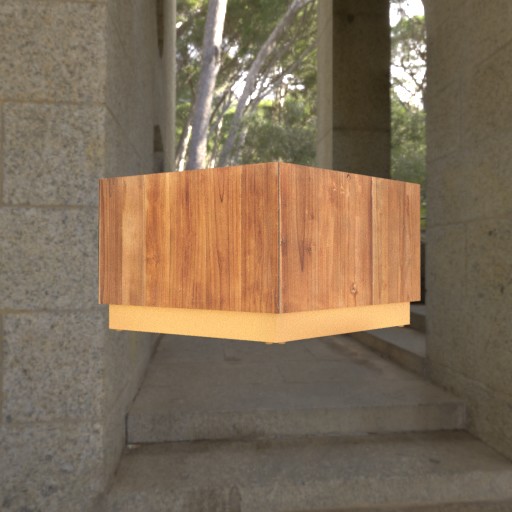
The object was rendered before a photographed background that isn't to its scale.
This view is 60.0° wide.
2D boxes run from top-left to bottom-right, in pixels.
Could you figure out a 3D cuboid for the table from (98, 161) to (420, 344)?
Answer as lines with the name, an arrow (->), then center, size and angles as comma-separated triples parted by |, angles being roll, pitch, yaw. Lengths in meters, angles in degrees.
table -> 0.000, 0.000, 1.656 | 1.154, 0.456, 1.000 | 0, 0, -36
